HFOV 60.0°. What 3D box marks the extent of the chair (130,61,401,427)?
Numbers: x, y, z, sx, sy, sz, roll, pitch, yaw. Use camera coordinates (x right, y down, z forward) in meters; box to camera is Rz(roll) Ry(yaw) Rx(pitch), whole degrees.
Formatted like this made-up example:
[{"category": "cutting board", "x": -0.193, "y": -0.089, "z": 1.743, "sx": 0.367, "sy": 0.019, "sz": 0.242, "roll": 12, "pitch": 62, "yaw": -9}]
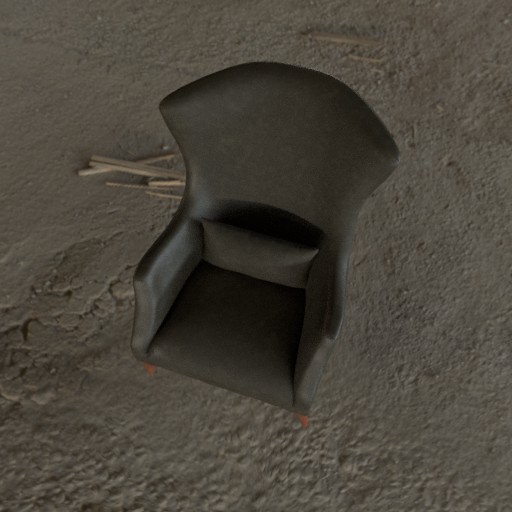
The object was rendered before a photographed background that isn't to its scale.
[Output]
[{"category": "chair", "x": 0.000, "y": 0.000, "z": 1.751, "sx": 0.819, "sy": 1.068, "sz": 0.954, "roll": 16, "pitch": 60, "yaw": 9}]
